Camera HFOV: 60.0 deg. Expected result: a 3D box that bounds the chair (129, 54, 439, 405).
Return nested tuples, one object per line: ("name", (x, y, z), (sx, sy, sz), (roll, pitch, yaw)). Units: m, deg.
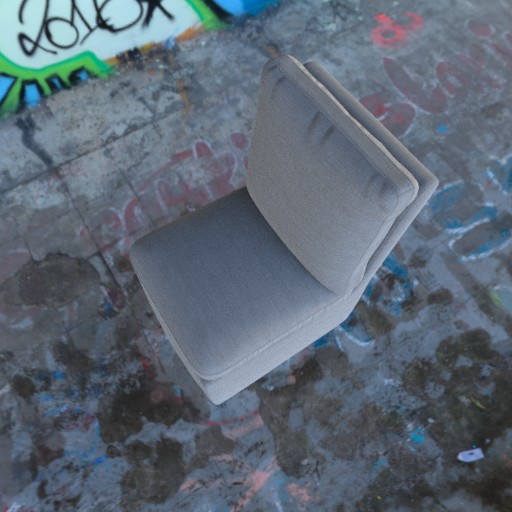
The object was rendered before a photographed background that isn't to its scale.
("chair", (0.000, 0.000, 1.348), (0.698, 0.927, 0.503), (-30, 67, -14))
